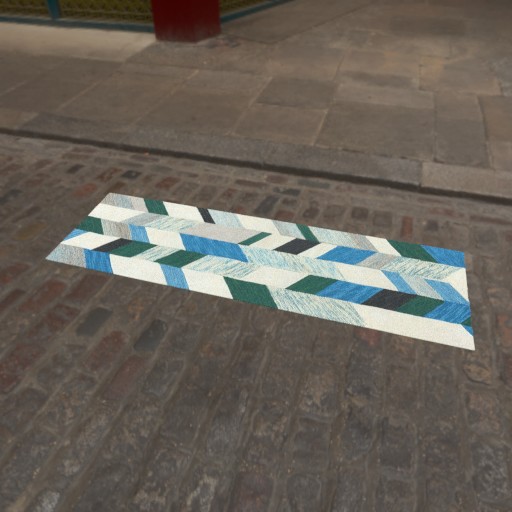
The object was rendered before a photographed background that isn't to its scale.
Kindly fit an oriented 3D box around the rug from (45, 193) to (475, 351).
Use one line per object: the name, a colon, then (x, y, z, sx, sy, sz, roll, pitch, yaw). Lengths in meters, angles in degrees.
rug: (0.000, 0.000, 2.690, 2.437, 0.008, 0.774, 11, 42, 12)
